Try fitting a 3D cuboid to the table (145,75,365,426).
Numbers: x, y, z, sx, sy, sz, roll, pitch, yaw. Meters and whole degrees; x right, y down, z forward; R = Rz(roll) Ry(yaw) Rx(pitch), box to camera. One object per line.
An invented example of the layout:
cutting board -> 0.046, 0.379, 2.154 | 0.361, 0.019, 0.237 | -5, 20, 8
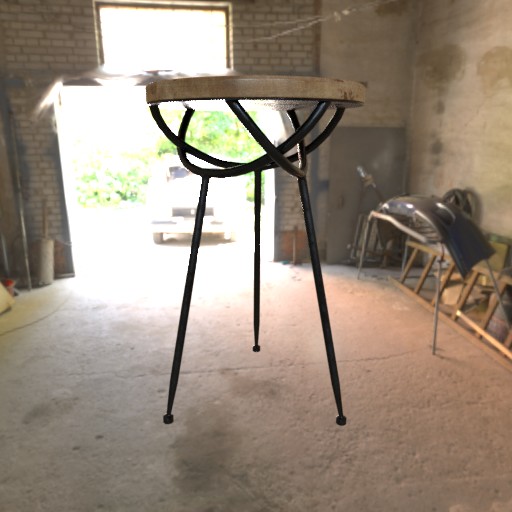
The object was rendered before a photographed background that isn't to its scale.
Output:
table -> 0.000, 0.000, 0.931 | 0.418, 0.664, 0.414 | 15, 22, 42
